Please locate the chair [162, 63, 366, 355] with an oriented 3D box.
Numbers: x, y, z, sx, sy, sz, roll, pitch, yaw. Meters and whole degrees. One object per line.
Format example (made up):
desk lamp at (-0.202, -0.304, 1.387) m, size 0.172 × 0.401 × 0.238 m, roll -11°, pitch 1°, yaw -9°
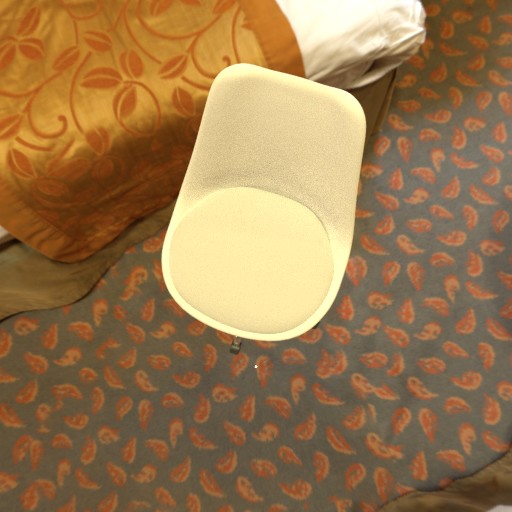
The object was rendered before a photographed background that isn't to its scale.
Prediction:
chair at (0.000, 0.000, 1.271) m, size 0.550 × 0.930 × 0.550 m, roll 17°, pitch 77°, yaw 4°
